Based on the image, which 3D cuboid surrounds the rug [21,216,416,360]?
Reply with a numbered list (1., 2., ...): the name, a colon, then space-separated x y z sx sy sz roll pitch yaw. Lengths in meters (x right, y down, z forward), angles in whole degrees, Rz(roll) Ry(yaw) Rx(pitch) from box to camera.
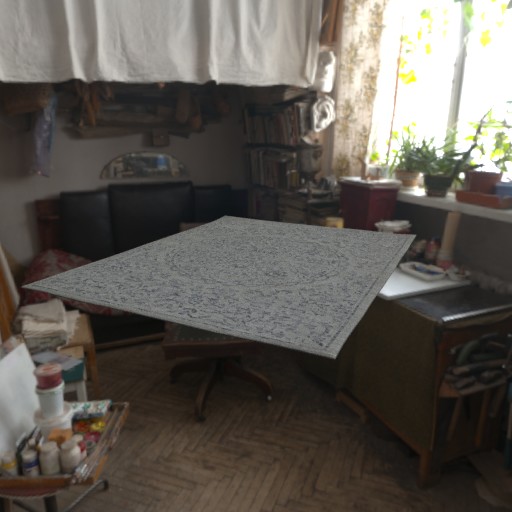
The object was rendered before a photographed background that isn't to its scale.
1. rug: 0.000 0.000 3.950 2.343 0.026 2.925 8 18 26
